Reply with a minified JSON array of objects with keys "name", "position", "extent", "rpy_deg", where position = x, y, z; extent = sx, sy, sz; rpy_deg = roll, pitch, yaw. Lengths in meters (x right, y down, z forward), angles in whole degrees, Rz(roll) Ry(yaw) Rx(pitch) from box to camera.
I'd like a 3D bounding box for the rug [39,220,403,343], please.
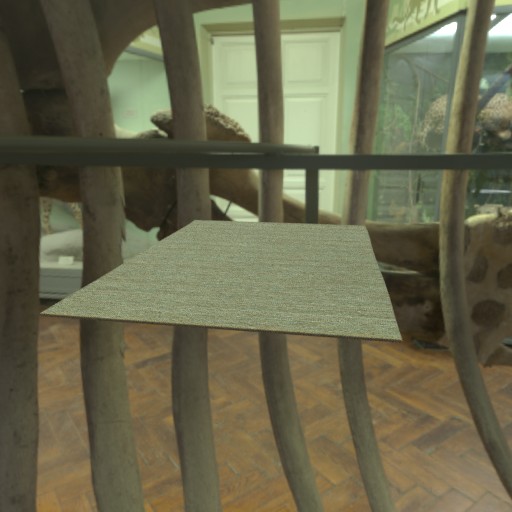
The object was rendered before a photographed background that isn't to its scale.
[{"name":"rug","position":[0.000,0.000,2.327],"extent":[1.240,0.010,1.824],"rpy_deg":[3,15,9]}]
